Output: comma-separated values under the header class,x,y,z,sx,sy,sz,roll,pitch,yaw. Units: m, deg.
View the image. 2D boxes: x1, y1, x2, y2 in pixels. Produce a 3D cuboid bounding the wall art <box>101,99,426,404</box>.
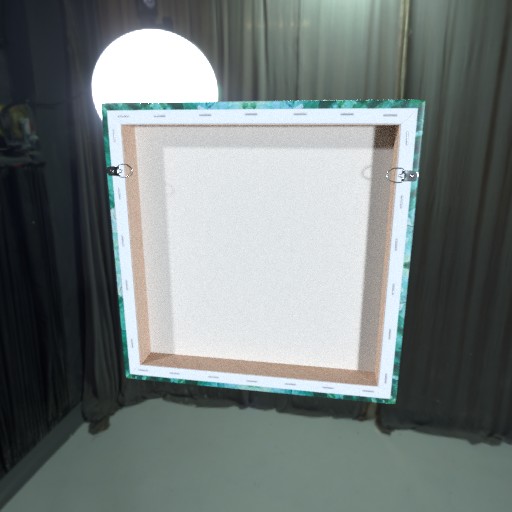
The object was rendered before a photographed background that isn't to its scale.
class,x,y,z,sx,sy,sz,roll,pitch,yaw
wall art,0.000,0.000,0.477,0.313,0.313,0.033,3,16,9
